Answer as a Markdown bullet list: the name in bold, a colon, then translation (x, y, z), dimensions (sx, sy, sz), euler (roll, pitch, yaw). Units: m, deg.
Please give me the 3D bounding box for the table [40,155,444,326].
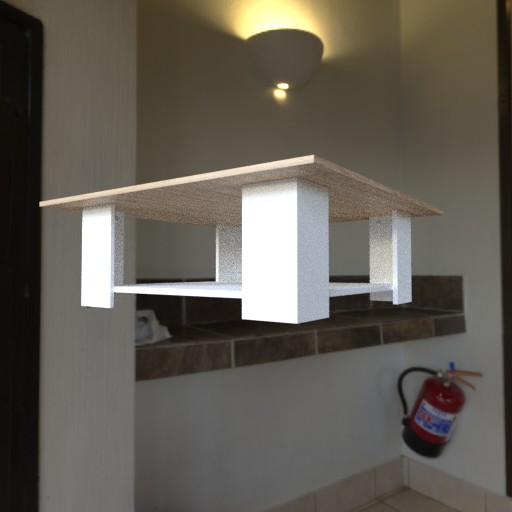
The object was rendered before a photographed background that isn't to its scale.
- **table**: translation (0.000, 0.000, 1.366), dimensions (0.890, 0.305, 0.890), euler (-1, -2, 36)
